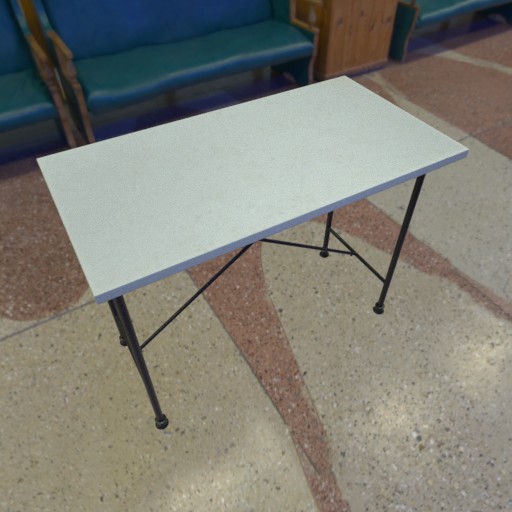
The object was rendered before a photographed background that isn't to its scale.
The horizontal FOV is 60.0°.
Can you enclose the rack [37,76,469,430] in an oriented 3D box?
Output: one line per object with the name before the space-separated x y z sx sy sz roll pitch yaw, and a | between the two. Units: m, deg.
rack | 0.000 0.000 1.651 1.159 0.880 0.613 -22 50 -21
